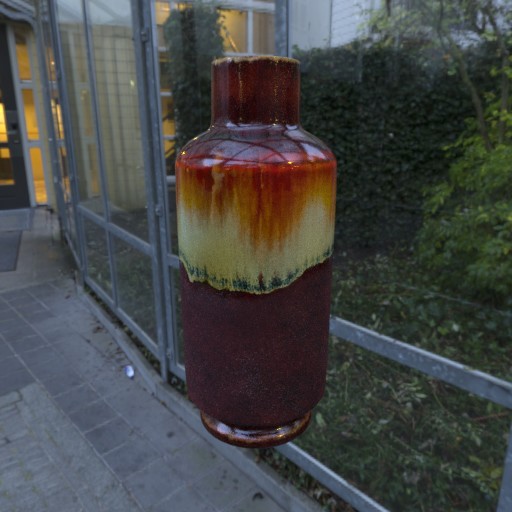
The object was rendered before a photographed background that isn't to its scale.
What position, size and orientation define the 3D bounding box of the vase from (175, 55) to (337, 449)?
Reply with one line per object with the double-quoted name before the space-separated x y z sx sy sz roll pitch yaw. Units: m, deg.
"vase" 0.000 0.000 0.323 0.111 0.261 0.111 0 16 0
